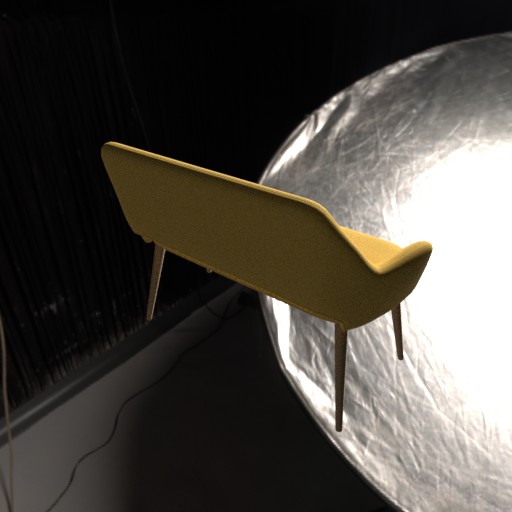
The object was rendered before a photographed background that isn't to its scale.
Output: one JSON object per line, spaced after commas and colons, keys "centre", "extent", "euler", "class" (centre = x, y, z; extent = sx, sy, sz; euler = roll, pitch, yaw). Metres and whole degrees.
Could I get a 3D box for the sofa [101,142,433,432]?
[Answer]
{"centre": [0.000, 0.000, 1.609], "extent": [1.150, 0.840, 0.610], "euler": [22, 38, 31], "class": "sofa"}
